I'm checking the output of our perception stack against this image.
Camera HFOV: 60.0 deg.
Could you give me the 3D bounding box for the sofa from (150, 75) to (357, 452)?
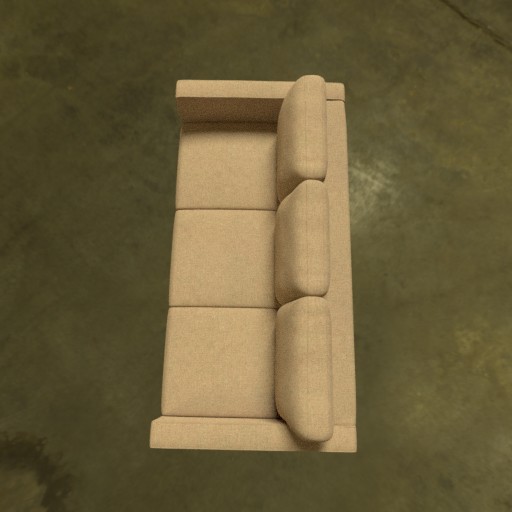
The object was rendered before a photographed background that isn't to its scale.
[{"bbox_3d":[0.000,0.000,2.340,0.930,0.800,1.855,1,75,0],"label":"sofa"}]
